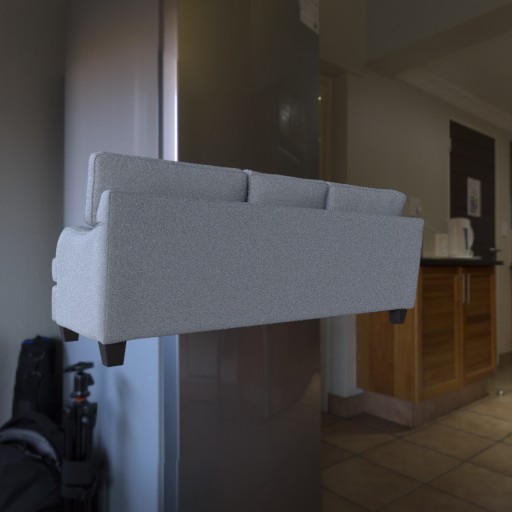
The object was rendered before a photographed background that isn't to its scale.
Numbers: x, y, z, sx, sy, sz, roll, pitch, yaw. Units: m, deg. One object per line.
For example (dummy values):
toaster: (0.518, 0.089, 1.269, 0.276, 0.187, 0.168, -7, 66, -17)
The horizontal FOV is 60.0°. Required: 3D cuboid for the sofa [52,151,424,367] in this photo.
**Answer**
sofa: (0.000, 0.000, 2.915, 2.323, 0.997, 1.016, 0, 0, -37)
